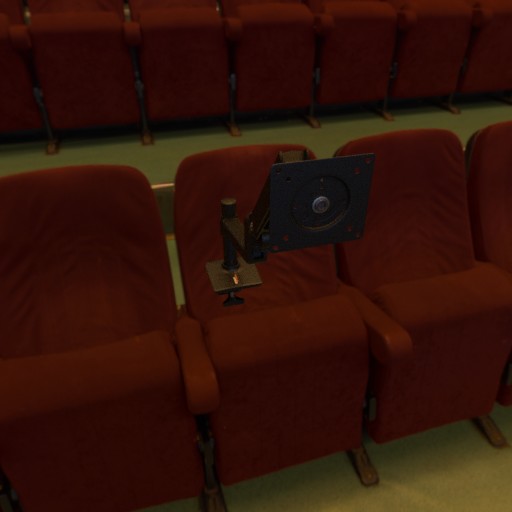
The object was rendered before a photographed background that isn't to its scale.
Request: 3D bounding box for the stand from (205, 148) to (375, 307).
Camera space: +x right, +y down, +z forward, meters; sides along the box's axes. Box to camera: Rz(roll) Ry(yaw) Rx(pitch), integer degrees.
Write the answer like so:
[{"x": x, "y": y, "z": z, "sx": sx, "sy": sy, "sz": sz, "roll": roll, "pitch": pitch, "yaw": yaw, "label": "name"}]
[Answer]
[{"x": 0.000, "y": 0.000, "z": 1.029, "sx": 0.152, "sy": 0.713, "sz": 0.650, "roll": -9, "pitch": 35, "yaw": -14, "label": "stand"}]
